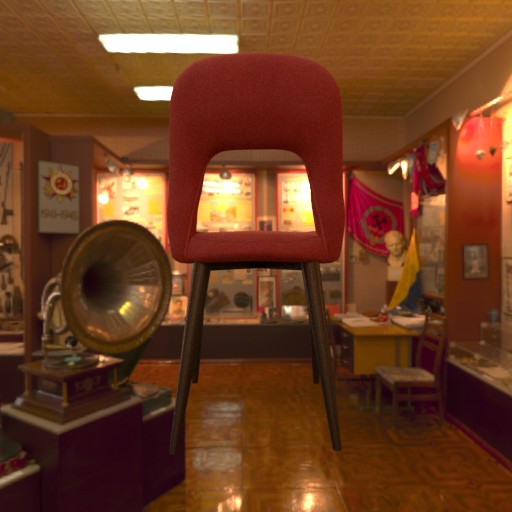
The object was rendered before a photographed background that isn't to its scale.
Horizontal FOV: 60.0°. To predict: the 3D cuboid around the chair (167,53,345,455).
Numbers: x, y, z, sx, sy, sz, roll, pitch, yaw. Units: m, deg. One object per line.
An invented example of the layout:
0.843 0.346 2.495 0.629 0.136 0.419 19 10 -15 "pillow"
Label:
0.000 0.000 1.233 0.483 0.892 0.569 0 1 0 "chair"
